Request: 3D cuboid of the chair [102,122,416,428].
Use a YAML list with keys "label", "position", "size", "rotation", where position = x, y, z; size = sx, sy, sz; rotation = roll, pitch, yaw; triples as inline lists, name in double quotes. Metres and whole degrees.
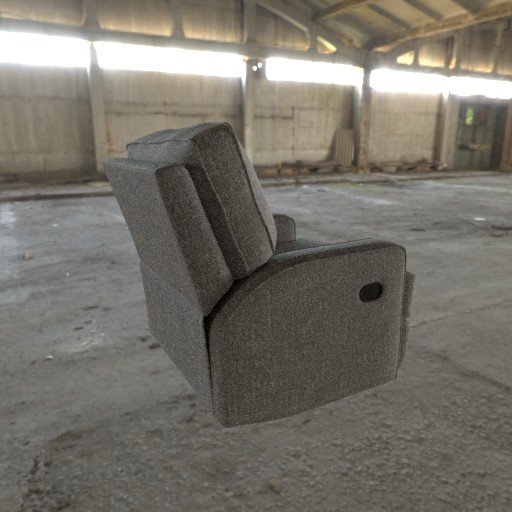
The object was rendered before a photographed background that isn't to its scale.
- label: "chair"
  position: [0.000, 0.000, 1.713]
  size: [0.964, 0.962, 0.861]
  rotation: [-8, 16, -28]
